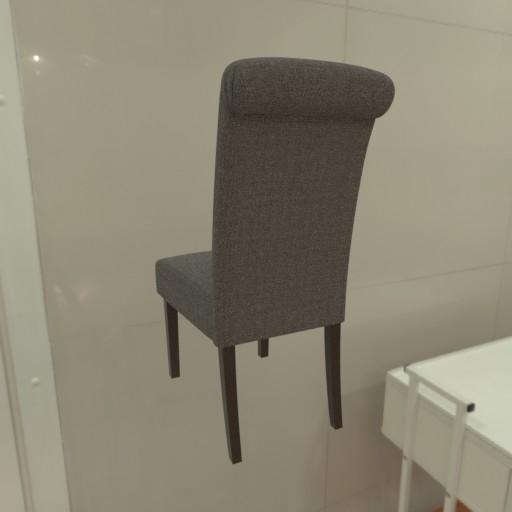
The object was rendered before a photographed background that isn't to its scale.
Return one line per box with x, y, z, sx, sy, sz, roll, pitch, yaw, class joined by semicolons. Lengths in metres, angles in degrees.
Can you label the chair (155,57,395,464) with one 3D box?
0.000;0.000;1.334;0.456;1.006;0.671;-7;15;-26;chair
